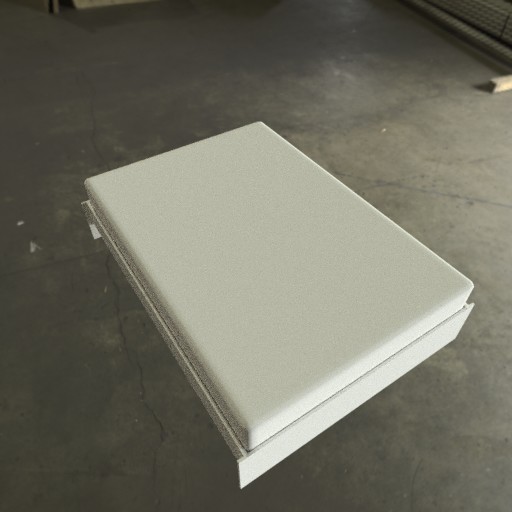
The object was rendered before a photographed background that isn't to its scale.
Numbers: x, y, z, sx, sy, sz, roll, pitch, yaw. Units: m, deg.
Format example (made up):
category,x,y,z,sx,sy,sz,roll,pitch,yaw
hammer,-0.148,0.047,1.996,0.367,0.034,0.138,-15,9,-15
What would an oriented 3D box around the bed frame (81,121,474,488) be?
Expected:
category,x,y,z,sx,sy,sz,roll,pitch,yaw
bed frame,0.000,0.000,2.644,1.445,0.497,1.945,-25,51,-23
